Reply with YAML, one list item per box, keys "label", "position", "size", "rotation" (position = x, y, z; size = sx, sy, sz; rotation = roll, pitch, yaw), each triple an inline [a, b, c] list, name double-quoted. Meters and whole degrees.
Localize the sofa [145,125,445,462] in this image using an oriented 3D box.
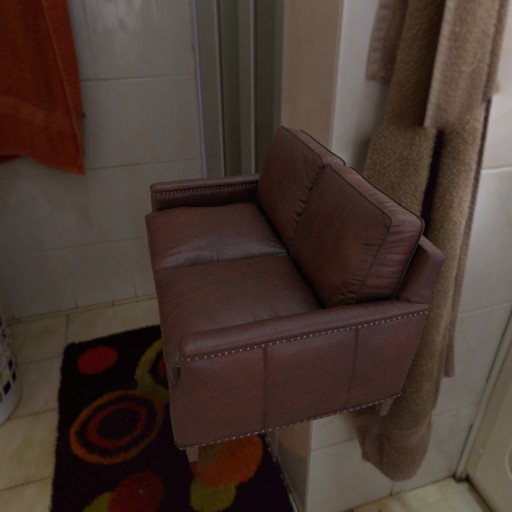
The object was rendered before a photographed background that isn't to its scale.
- label: "sofa"
  position: [0.000, 0.000, 2.325]
  size: [1.083, 1.003, 1.628]
  rotation: [-8, 32, -13]
